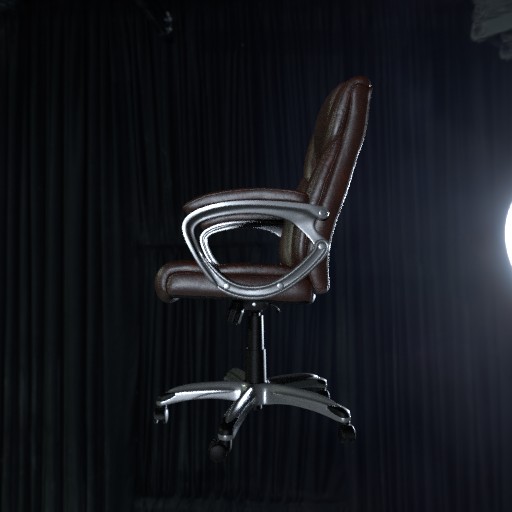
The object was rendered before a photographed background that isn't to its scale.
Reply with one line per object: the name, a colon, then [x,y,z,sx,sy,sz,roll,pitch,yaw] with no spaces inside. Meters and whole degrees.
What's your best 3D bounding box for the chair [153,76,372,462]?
chair: [0.000,0.000,1.539,0.692,1.128,0.656,0,-1,-3]
